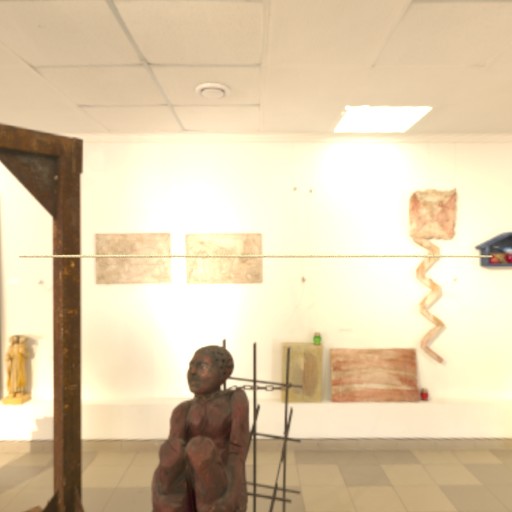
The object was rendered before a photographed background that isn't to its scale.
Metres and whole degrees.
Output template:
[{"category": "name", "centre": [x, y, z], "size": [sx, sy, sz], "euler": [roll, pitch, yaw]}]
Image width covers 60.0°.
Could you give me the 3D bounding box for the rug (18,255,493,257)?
[{"category": "rug", "centre": [0.000, 0.000, 2.647], "size": [2.435, 0.009, 0.750], "euler": [0, 0, -1]}]
